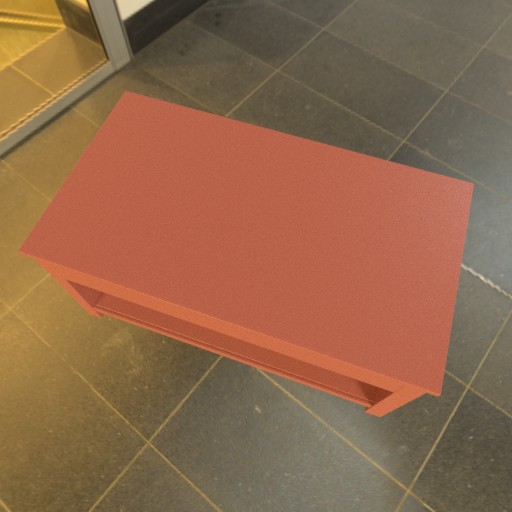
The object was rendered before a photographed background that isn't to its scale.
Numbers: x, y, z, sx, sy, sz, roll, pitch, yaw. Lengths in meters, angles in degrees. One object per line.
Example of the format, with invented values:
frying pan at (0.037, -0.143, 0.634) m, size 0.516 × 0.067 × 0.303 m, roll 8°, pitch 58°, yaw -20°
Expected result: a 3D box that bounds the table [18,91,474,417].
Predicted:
table at (0.000, 0.000, 1.396) m, size 1.068 × 0.493 × 0.612 m, roll 17°, pitch 64°, yaw 9°
